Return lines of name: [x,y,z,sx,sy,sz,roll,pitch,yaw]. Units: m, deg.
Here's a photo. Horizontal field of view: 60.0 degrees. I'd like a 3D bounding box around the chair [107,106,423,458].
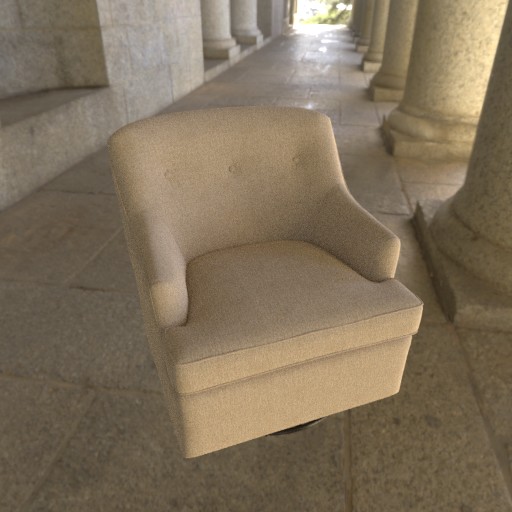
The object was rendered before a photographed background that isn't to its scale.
chair: [0.000,0.000,1.577,0.864,0.856,0.923,-10,32,-17]
